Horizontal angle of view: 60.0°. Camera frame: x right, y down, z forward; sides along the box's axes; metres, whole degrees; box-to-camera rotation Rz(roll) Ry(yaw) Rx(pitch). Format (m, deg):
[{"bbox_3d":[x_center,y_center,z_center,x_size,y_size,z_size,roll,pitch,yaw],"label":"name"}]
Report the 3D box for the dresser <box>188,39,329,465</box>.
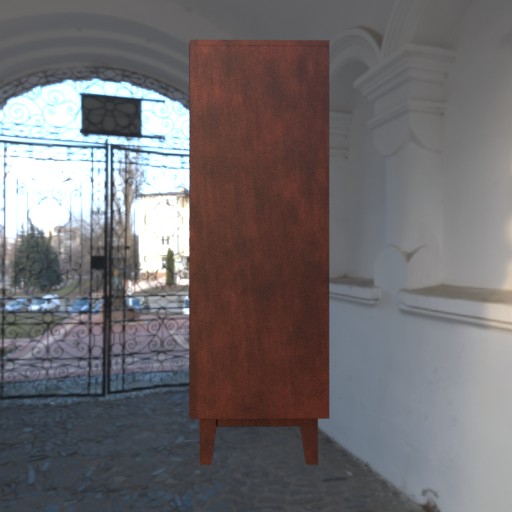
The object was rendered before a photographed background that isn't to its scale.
[{"bbox_3d":[0.000,0.000,2.089,0.506,1.514,1.072,0,0,-1],"label":"dresser"}]
